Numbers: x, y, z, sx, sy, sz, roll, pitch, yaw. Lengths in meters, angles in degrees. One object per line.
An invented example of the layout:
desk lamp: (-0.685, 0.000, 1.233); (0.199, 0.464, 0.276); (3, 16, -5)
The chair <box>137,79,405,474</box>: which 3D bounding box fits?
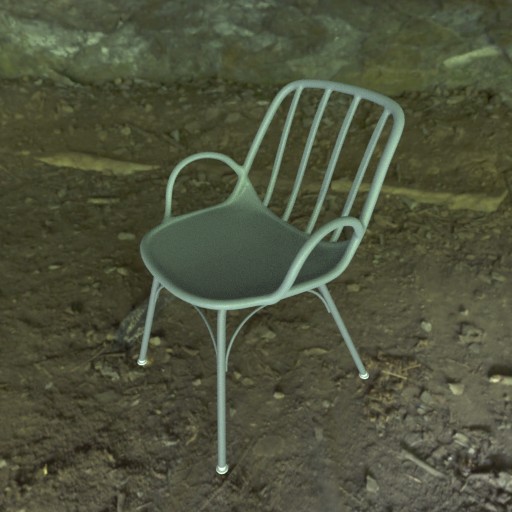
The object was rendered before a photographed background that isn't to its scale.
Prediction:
chair: (0.000, 0.000, 1.197); (0.597, 0.816, 0.549); (-22, 39, -31)
